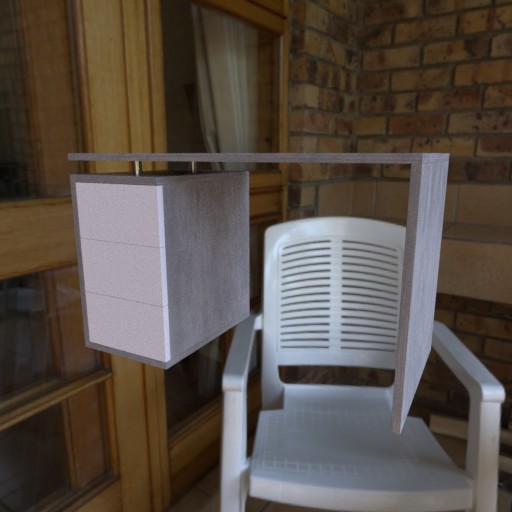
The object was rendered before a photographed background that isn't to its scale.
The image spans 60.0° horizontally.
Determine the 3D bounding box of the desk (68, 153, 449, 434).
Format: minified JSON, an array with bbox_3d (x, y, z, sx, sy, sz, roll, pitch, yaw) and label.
[{"bbox_3d":[0.000,0.000,1.639,1.200,0.740,0.600,7,15,28],"label":"desk"}]
